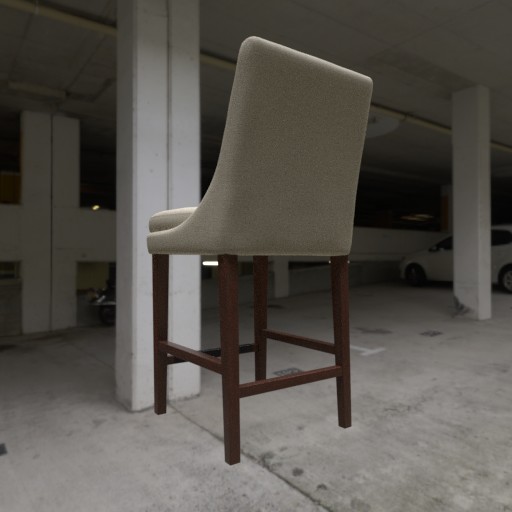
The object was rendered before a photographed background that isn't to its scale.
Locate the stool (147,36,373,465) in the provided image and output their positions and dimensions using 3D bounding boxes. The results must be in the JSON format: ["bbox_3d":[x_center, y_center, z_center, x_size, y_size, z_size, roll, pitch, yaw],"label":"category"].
[{"bbox_3d":[0.000,0.000,1.305,0.470,0.981,0.577,0,0,-36],"label":"stool"}]
